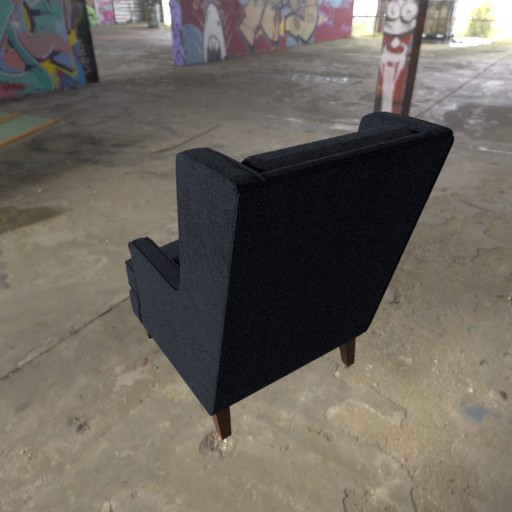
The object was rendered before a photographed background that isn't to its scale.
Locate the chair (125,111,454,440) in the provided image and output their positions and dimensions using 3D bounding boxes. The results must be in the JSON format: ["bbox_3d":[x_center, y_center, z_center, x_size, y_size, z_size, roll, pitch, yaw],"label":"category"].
[{"bbox_3d":[0.000,0.000,1.696,0.764,1.072,0.947,-20,36,-29],"label":"chair"}]
